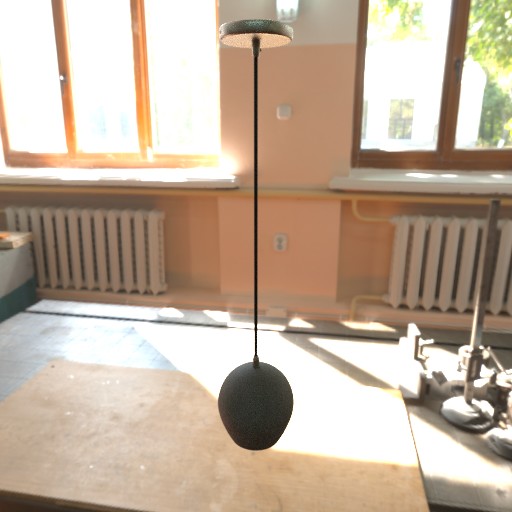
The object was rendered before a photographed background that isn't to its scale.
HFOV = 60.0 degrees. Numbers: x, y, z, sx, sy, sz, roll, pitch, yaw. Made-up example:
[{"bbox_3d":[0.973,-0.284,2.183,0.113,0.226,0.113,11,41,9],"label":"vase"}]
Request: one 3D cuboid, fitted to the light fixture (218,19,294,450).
[{"bbox_3d":[0.000,0.000,0.814,0.153,0.760,0.153,-14,21,-43],"label":"light fixture"}]
